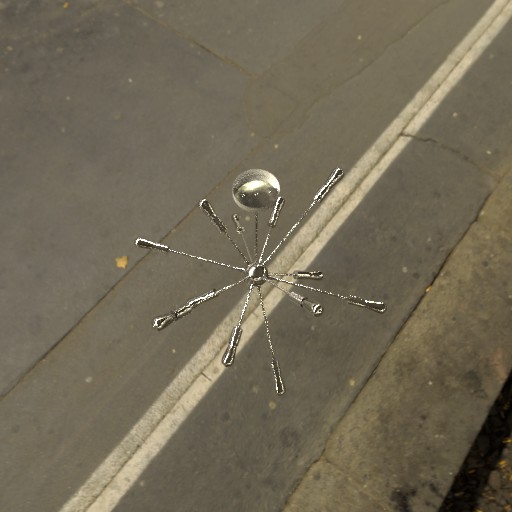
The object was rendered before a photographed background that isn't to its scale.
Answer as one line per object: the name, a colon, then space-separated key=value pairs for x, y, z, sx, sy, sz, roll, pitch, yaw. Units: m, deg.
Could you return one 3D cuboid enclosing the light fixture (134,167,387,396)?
light fixture: x=0.000 y=0.000 z=1.061 sx=0.684 sy=0.558 sz=0.509 roll=15 pitch=65 yaw=7
